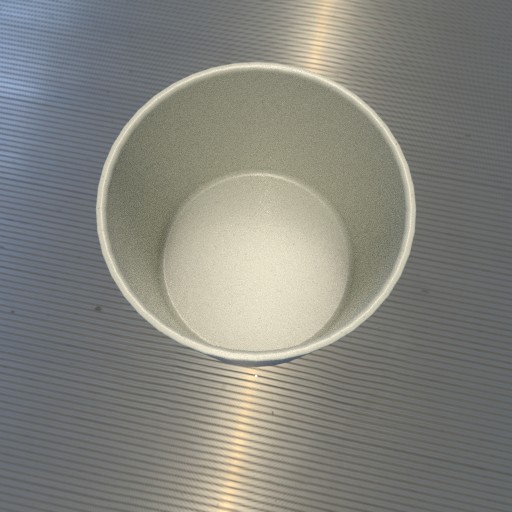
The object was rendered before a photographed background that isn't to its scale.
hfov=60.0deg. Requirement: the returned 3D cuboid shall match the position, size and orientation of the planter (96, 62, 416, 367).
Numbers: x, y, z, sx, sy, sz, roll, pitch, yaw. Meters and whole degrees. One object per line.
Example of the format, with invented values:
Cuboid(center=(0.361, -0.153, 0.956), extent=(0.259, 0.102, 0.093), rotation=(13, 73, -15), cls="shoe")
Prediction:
Cuboid(center=(0.000, 0.000, 0.539), extent=(0.261, 0.367, 0.261), rotation=(0, 75, 0), cls="planter")
